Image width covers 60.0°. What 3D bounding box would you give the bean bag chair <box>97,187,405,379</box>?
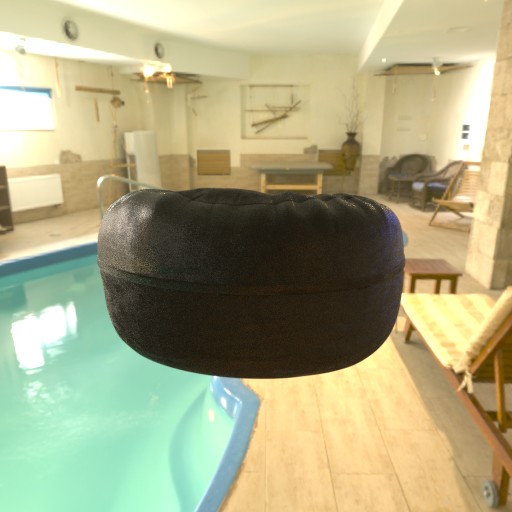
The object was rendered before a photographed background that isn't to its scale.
[{"bbox_3d":[0.000,0.000,2.459,1.524,0.878,1.524,2,16,7],"label":"bean bag chair"}]
